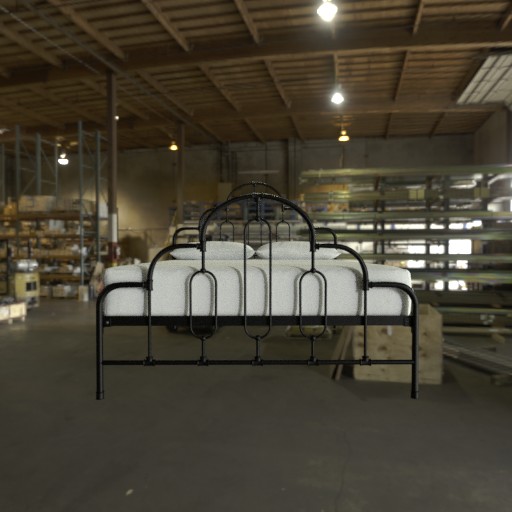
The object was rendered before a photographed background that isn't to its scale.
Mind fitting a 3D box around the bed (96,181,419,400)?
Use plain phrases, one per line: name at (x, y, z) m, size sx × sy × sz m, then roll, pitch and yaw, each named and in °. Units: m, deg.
bed at (0.000, 0.000, 3.292) m, size 1.626 × 1.444 × 2.181 m, roll 0°, pitch 1°, yaw -1°
